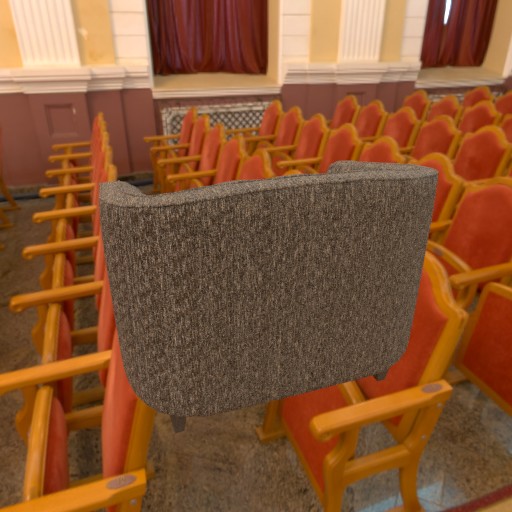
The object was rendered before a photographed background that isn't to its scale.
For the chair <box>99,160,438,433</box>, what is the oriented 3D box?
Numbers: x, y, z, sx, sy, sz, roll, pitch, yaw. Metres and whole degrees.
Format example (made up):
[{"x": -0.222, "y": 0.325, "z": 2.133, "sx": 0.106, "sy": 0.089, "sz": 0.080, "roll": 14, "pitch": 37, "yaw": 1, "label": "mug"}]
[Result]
[{"x": 0.000, "y": 0.000, "z": 1.728, "sx": 1.104, "sy": 0.852, "sz": 0.941, "roll": -8, "pitch": 27, "yaw": -17, "label": "chair"}]
